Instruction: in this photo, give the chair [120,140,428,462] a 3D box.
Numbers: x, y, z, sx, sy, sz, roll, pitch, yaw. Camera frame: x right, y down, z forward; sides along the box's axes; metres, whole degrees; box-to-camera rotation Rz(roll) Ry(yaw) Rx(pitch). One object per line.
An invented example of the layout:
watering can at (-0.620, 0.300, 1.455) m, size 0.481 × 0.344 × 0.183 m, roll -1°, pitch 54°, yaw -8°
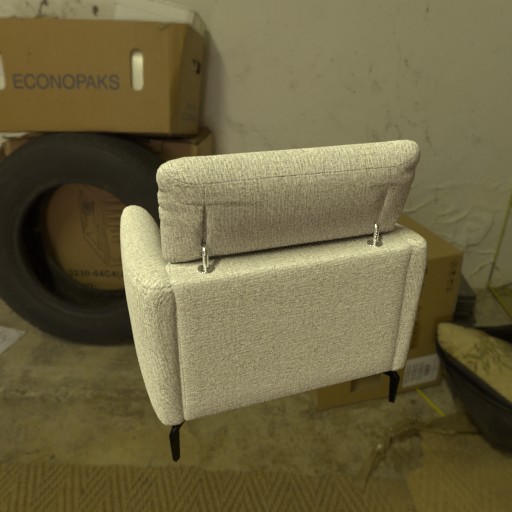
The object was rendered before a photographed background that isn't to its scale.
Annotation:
chair at (0.000, 0.000, 1.678) m, size 0.972 × 0.967 × 0.835 m, roll -8°, pitch 28°, yaw -16°
